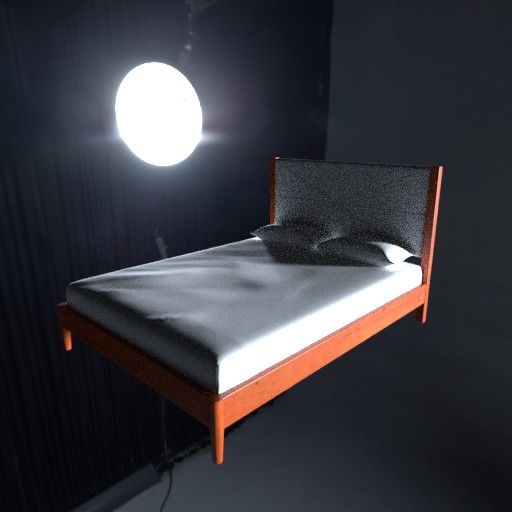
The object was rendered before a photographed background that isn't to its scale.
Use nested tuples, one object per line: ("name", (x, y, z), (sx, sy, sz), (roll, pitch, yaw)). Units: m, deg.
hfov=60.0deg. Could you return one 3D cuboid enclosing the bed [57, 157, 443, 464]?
("bed", (0.000, 0.000, 3.008), (1.566, 1.165, 2.117), (15, 21, 42))
